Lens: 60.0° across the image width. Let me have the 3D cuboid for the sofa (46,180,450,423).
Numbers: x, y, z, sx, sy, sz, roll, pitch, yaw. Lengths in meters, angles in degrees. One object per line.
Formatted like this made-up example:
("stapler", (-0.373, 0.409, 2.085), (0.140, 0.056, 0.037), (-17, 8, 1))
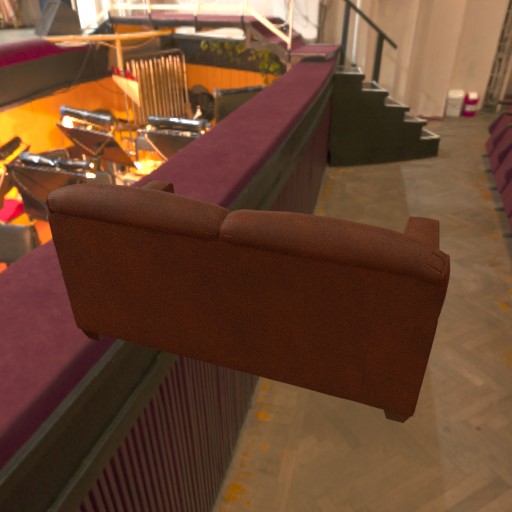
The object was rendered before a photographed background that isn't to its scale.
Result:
("sofa", (0.000, 0.000, 2.439), (1.856, 0.966, 1.000), (10, 32, 17))
